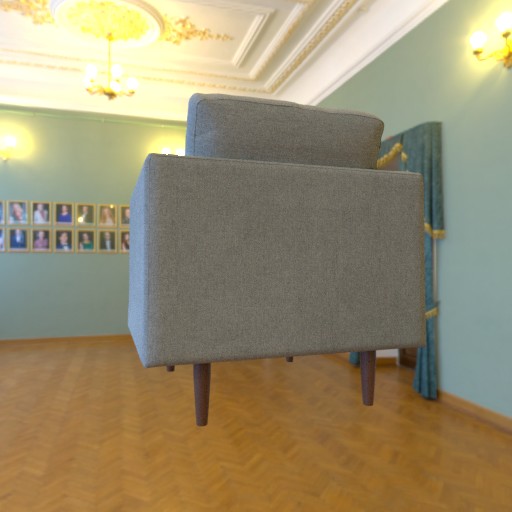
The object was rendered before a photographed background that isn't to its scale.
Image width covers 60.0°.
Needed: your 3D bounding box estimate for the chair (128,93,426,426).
[{"bbox_3d":[0.000,0.000,1.593,0.855,0.927,0.800,0,-1,-19],"label":"chair"}]
